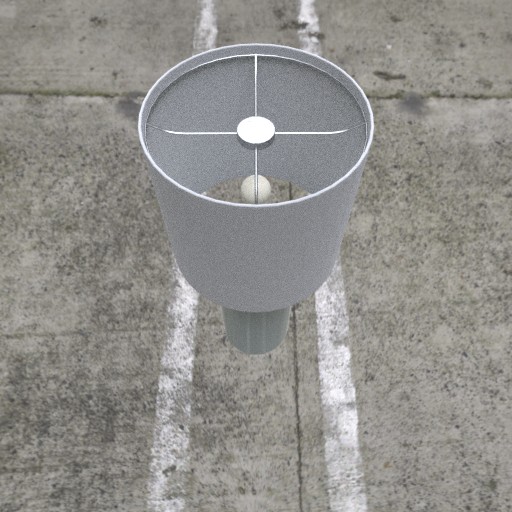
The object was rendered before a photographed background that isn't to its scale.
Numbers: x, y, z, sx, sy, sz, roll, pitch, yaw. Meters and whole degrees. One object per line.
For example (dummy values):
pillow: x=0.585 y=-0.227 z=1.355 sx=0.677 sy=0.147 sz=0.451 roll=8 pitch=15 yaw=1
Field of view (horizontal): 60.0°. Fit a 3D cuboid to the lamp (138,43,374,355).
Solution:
lamp: x=0.000 y=0.000 z=0.611 sx=0.212 sy=0.493 sz=0.212 roll=0 pitch=59 yaw=0
